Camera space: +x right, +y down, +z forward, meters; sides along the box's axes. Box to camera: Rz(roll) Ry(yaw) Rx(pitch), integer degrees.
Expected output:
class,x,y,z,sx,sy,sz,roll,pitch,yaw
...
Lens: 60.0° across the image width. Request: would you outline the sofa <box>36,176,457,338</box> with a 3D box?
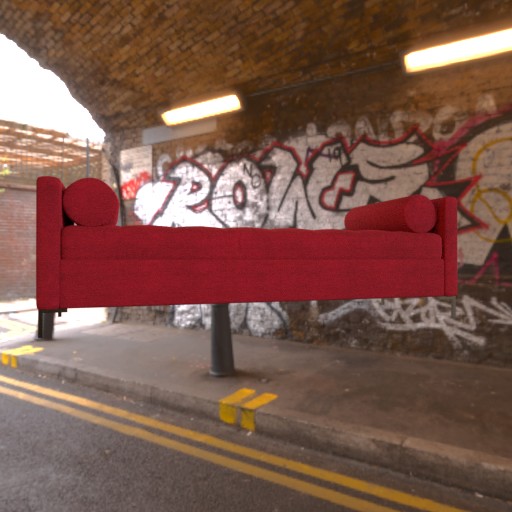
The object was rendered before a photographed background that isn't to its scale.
class,x,y,z,sx,sy,sz,roll,pitch,yaw
sofa,0.000,0.000,2.311,1.981,0.635,0.686,0,0,-18
